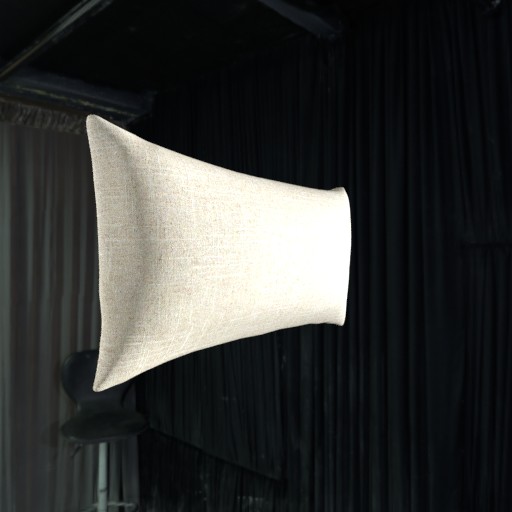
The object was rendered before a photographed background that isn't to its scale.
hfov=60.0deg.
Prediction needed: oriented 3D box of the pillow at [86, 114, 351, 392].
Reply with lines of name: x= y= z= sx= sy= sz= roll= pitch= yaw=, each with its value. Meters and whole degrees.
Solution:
pillow: x=0.000 y=0.000 z=1.017 sx=0.197 sy=0.429 sz=0.859 roll=-1 pitch=-1 yaw=37
